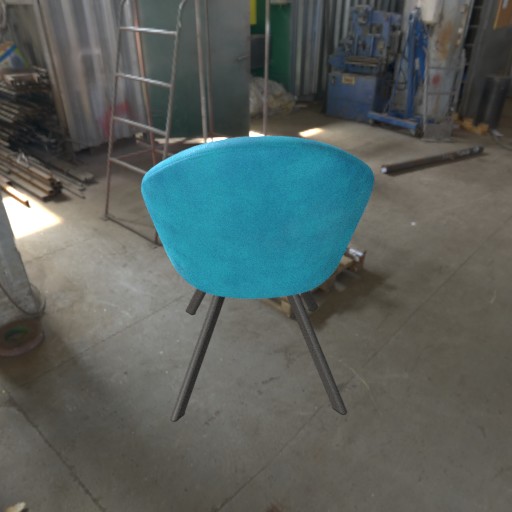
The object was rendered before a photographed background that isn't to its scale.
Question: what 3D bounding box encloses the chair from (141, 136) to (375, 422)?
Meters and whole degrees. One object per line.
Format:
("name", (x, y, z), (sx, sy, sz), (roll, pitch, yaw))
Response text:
("chair", (0.000, 0.000, 1.190), (0.550, 0.795, 0.590), (-1, 31, -2))
